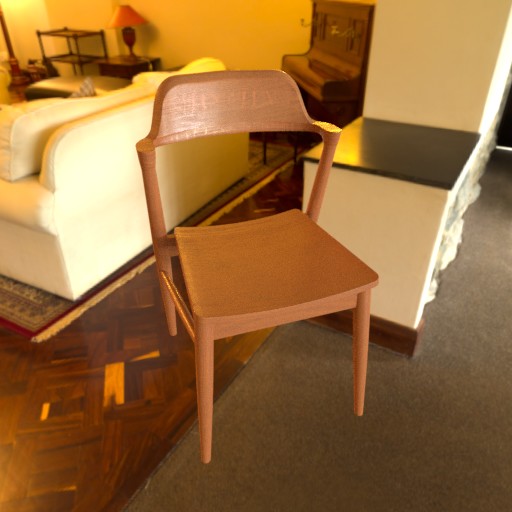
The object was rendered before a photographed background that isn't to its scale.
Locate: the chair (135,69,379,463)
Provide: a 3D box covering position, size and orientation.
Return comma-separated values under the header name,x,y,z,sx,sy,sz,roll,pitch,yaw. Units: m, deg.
name,x,y,z,sx,sy,sz,roll,pitch,yaw
chair,0.000,0.000,1.118,0.496,0.801,0.499,-10,33,-16
